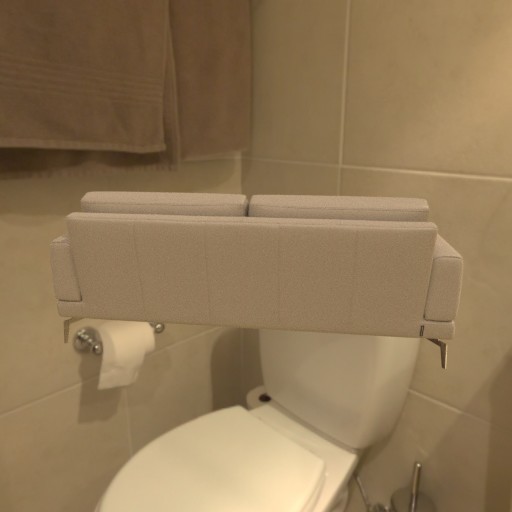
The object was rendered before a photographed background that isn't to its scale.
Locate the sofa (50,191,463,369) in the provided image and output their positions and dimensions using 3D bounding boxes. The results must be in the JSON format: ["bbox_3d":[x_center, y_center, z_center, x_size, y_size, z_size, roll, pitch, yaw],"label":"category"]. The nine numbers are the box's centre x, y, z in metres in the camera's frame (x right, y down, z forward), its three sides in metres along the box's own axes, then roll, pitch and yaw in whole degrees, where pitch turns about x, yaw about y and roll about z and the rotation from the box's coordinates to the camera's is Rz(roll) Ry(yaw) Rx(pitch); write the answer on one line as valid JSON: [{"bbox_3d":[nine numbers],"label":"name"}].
[{"bbox_3d":[0.000,0.000,2.447,1.940,0.765,0.974,2,17,7],"label":"sofa"}]
